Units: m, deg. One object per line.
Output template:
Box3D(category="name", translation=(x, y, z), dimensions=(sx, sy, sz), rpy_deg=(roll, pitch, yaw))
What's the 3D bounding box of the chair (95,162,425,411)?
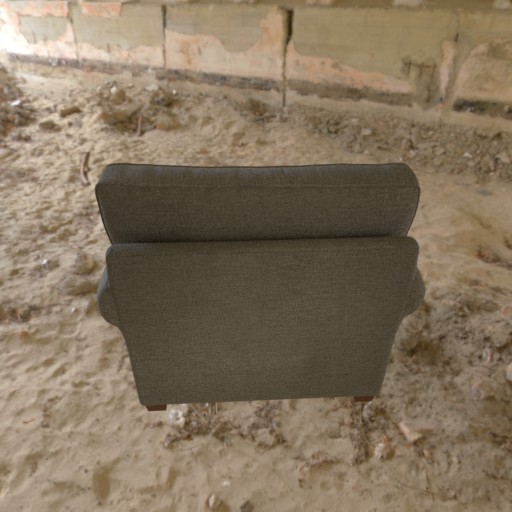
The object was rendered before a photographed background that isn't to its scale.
Box3D(category="chair", translation=(0.000, 0.000, 1.832), dimensions=(1.092, 0.961, 0.965), rpy_deg=(-2, 30, -3))
